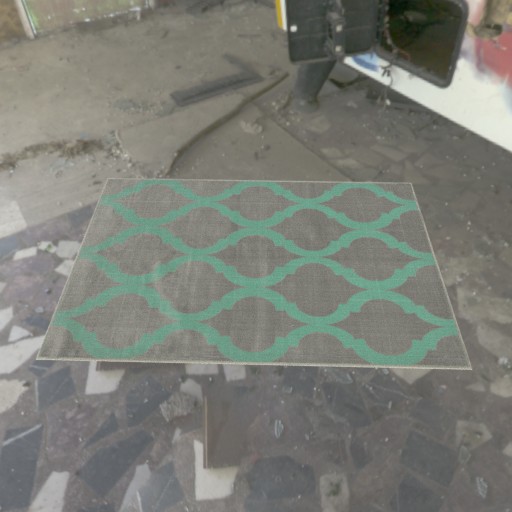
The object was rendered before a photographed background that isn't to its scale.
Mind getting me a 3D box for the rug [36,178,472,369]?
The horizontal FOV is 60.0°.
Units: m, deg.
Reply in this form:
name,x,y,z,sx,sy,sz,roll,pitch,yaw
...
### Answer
name,x,y,z,sx,sy,sz,roll,pitch,yaw
rug,0.000,0.000,2.828,2.286,0.006,1.524,1,48,1
